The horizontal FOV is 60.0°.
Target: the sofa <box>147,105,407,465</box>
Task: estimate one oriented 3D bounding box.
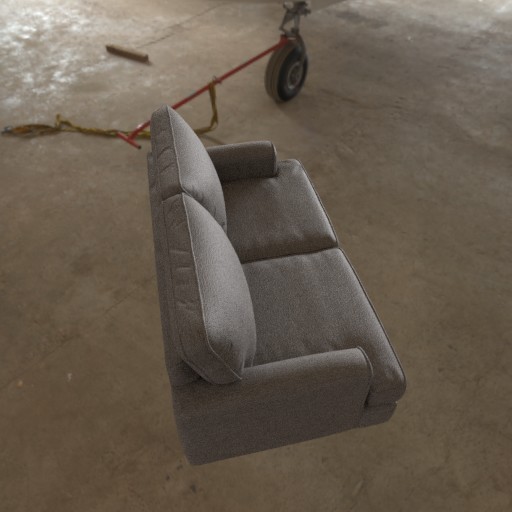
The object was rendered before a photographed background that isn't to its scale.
[{"bbox_3d":[0.000,0.000,2.231,0.965,0.965,1.651,-9,48,-8],"label":"sofa"}]
